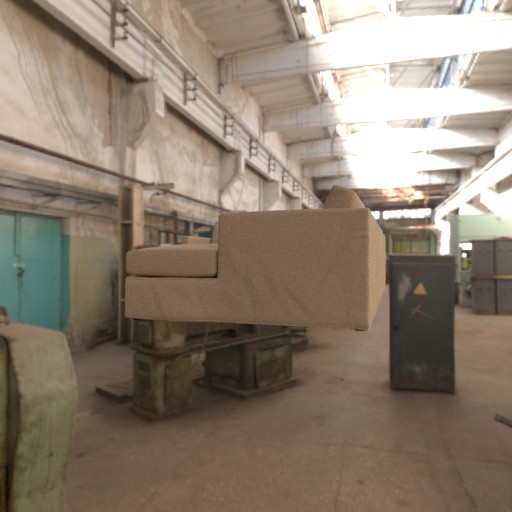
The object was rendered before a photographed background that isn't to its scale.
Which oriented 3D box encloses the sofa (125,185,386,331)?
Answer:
[{"bbox_3d":[0.000,0.000,4.467,2.427,0.882,3.460,0,0,18],"label":"sofa"}]
